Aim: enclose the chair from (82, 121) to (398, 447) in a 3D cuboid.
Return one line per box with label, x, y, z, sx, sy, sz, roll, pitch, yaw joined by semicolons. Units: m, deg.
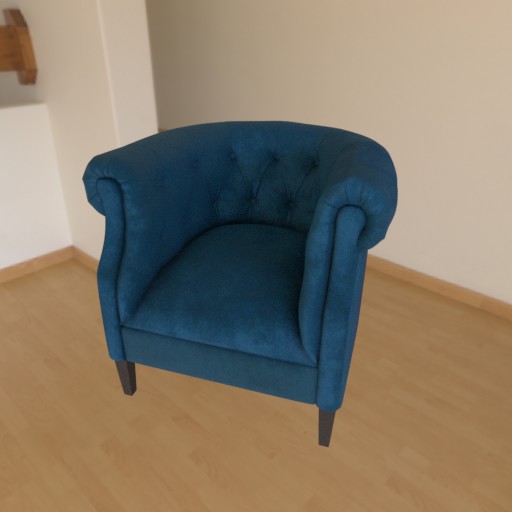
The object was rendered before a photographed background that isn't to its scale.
chair;0.000;0.000;1.595;0.904;0.826;0.851;9;29;16
